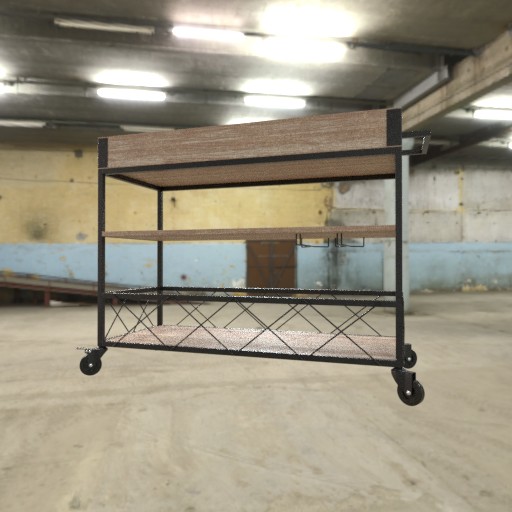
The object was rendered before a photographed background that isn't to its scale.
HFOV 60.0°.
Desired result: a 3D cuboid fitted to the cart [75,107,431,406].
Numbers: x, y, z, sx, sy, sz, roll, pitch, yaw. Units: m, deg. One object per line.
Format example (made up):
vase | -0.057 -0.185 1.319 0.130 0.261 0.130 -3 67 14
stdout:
cart | 0.000 0.000 1.512 1.101 0.787 0.500 0 -1 18
